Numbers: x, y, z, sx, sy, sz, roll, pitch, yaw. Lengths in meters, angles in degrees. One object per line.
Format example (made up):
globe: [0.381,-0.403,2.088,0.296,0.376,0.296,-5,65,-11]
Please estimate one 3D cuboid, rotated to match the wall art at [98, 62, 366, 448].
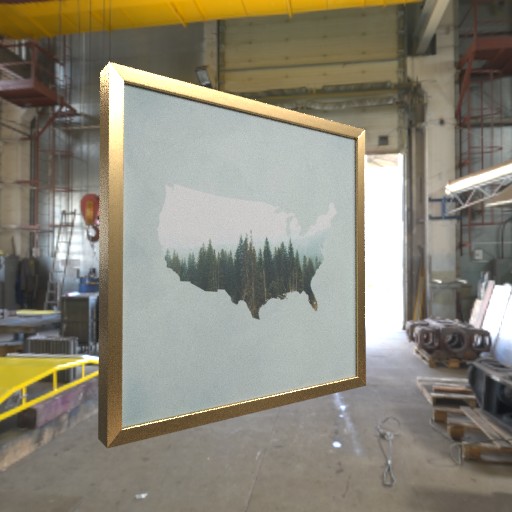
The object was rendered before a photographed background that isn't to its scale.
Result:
wall art: [0.000,0.000,0.749,0.509,0.509,0.040,1,-1,-36]
